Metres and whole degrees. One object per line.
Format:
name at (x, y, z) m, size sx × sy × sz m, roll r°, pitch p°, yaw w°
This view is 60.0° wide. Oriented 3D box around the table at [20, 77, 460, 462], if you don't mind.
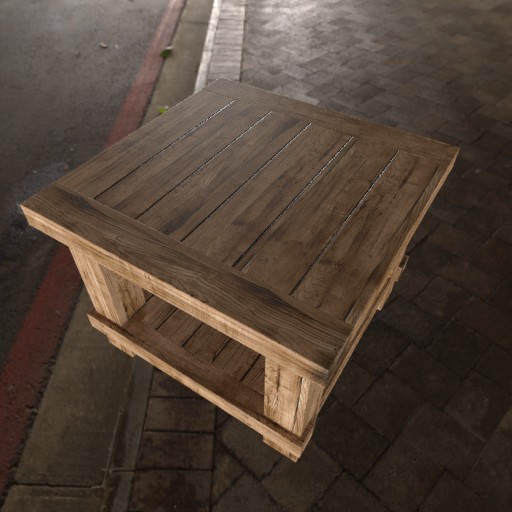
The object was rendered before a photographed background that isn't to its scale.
table at (0.000, 0.000, 1.016) m, size 0.610 × 0.457 × 0.610 m, roll 25°, pitch 51°, yaw 22°
